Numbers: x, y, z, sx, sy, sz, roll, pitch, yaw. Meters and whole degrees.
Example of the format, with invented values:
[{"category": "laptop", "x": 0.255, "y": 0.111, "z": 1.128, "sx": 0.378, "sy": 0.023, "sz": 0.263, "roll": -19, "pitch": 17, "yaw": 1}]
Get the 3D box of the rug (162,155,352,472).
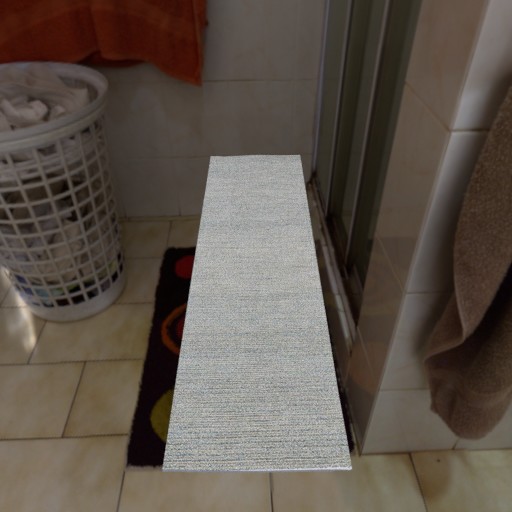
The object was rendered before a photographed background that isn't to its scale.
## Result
[{"category": "rug", "x": 0.000, "y": 0.000, "z": 2.452, "sx": 0.675, "sy": 0.037, "sz": 2.341, "roll": 0, "pitch": 41, "yaw": 0}]
